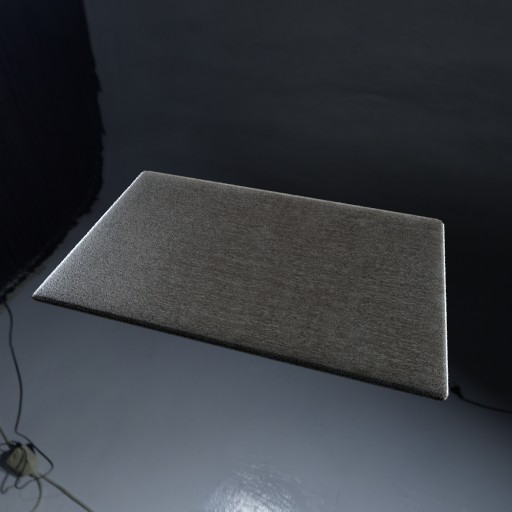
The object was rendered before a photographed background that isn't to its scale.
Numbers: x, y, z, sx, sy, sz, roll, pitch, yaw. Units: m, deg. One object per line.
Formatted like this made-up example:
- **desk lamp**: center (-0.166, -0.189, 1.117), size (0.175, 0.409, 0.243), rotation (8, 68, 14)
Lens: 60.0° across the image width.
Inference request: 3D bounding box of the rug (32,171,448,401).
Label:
- **rug**: center (0.000, 0.000, 3.025), size (2.469, 0.024, 1.539), rotation (11, 44, 12)
